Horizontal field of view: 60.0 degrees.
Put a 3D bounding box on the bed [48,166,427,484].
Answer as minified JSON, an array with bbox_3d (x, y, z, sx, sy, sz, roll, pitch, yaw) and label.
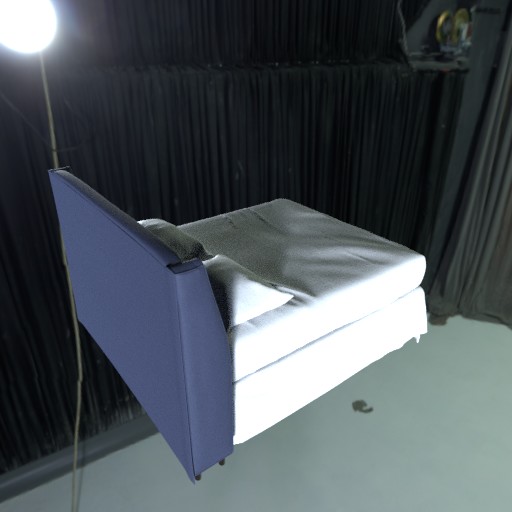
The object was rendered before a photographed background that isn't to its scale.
[{"bbox_3d":[0.000,0.000,3.336,2.276,1.332,1.925,-19,32,-33],"label":"bed"}]
